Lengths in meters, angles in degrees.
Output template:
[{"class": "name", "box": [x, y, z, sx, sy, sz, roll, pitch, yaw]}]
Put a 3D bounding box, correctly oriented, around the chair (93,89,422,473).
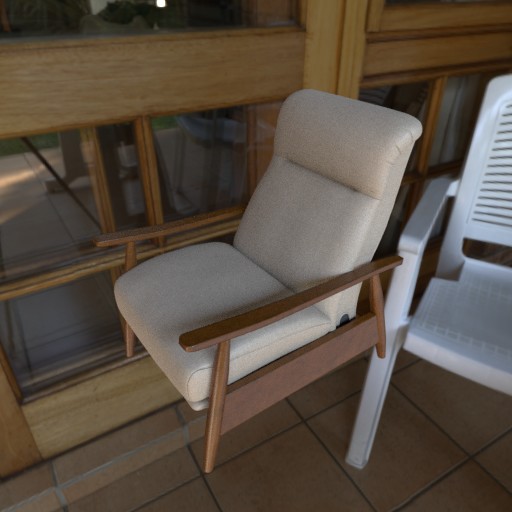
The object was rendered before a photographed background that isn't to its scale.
[{"class": "chair", "box": [0.000, 0.000, 1.768, 1.030, 1.082, 0.762, -21, 38, -30]}]
